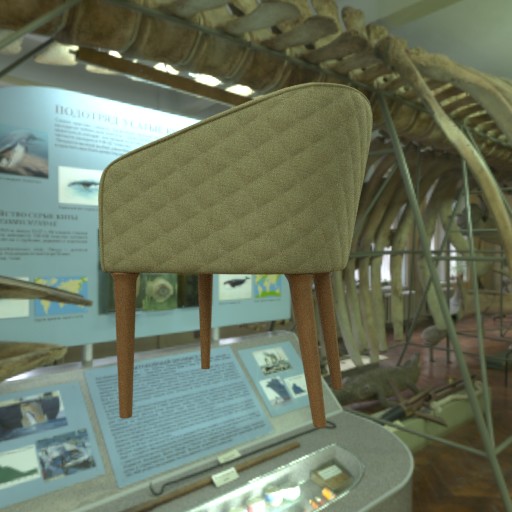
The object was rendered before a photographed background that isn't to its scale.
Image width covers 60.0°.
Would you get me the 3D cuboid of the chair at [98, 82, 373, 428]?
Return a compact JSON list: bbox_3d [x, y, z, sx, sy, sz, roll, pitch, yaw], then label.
[{"bbox_3d":[0.000,0.000,1.215,0.616,0.775,0.584,0,1,18],"label":"chair"}]
